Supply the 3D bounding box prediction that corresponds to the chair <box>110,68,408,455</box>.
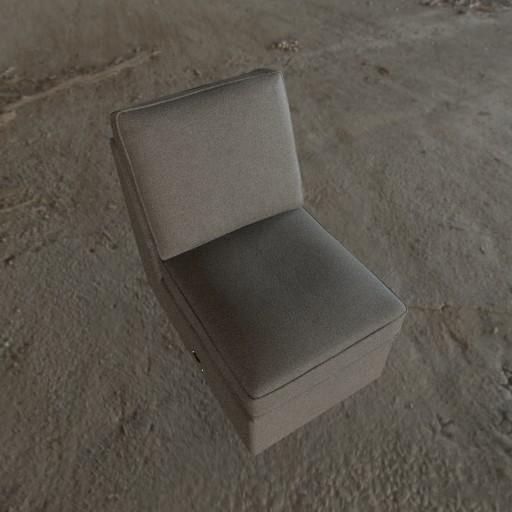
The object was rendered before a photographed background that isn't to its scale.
[{"bbox_3d":[0.000,0.000,1.569,0.621,0.970,0.938,-24,50,-22],"label":"chair"}]
